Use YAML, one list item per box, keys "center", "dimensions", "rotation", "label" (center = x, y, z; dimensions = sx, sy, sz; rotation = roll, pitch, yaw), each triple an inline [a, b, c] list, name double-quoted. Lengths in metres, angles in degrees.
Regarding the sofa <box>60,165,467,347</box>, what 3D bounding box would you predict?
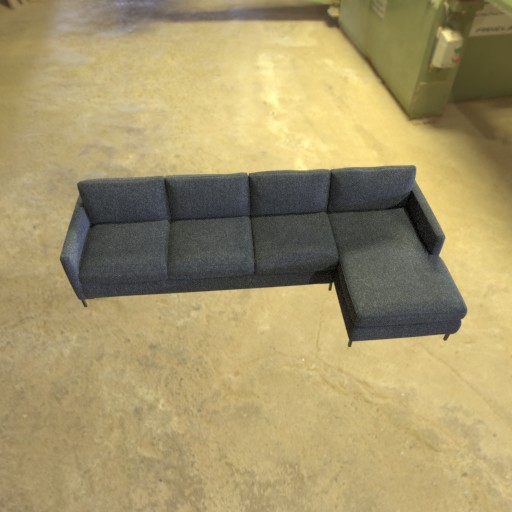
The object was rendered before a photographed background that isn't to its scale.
- center: [0.000, 0.000, 3.492]
  dimensions: [2.932, 0.810, 1.350]
  rotation: [-3, 47, -3]
  label: "sofa"
